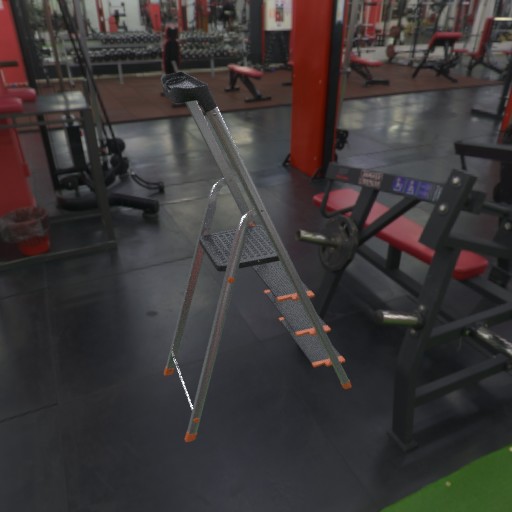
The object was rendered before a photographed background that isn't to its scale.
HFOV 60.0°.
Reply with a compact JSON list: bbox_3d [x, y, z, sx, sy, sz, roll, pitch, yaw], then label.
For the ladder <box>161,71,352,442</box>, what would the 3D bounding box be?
[{"bbox_3d":[0.000,0.000,1.863,0.834,1.429,0.452,-12,32,-19],"label":"ladder"}]
